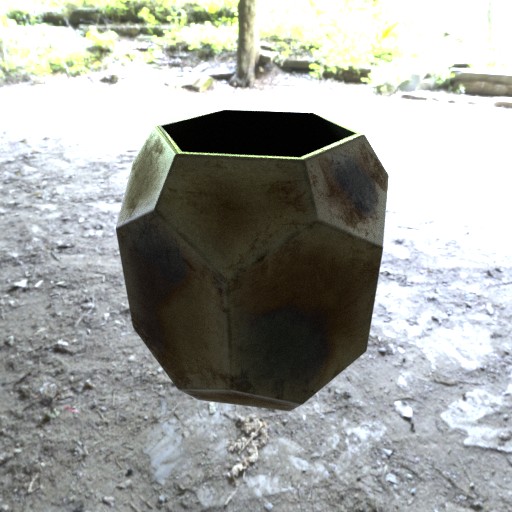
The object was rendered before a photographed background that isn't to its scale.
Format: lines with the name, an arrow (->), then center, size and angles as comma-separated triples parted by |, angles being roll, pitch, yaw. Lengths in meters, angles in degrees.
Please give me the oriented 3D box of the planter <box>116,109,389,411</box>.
planter -> 0.000, 0.000, 0.421 | 0.243, 0.238, 0.221 | -11, 31, -18
